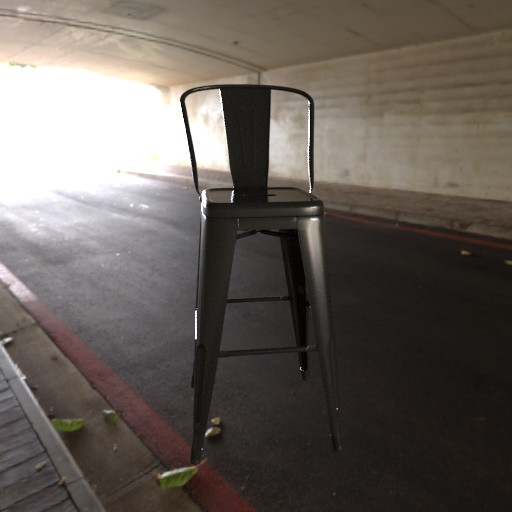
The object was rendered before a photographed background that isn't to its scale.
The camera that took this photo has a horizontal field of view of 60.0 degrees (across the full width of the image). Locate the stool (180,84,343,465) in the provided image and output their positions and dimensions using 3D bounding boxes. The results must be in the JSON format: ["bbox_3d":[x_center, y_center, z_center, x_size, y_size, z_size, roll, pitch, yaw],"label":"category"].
[{"bbox_3d":[0.000,0.000,1.338,0.432,1.022,0.528,-2,16,-7],"label":"stool"}]
